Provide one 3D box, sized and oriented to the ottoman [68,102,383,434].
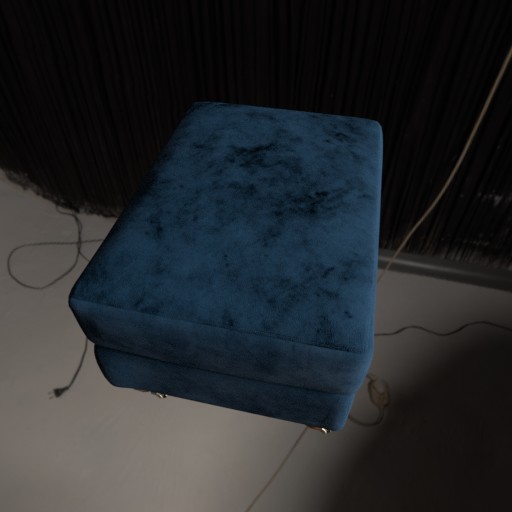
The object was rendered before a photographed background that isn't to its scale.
[{"bbox_3d":[0.000,0.000,1.154,0.572,0.503,0.773,9,48,8],"label":"ottoman"}]
